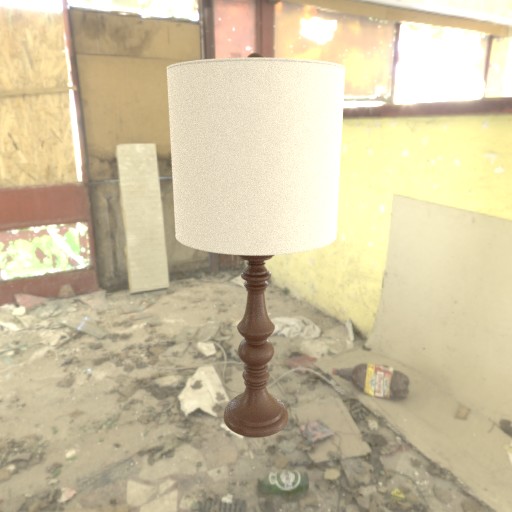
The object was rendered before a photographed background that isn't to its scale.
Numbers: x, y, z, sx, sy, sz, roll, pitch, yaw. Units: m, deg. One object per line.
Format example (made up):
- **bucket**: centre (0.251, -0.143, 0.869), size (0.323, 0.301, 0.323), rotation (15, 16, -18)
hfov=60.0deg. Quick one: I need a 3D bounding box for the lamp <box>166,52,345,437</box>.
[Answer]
- **lamp**: centre (0.000, 0.000, 0.709), size (0.250, 0.597, 0.250), rotation (-3, 17, -9)
